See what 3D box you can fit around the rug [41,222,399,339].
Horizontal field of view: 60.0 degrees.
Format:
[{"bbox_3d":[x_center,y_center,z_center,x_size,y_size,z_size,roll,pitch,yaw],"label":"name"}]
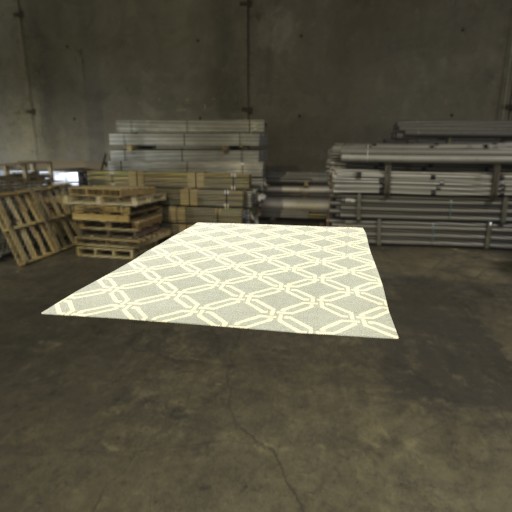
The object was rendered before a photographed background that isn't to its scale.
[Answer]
[{"bbox_3d":[0.000,0.000,2.196,1.148,0.010,1.754,2,15,10],"label":"rug"}]
